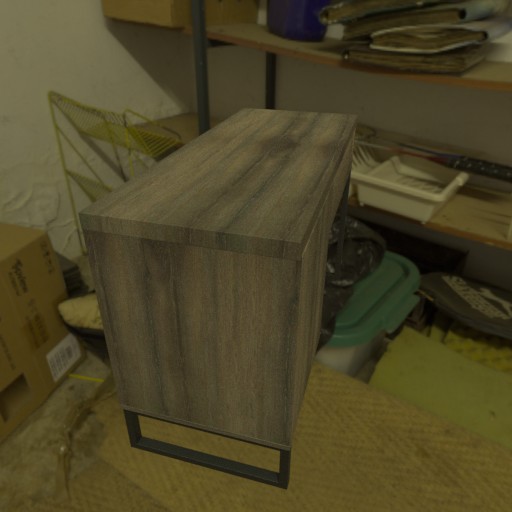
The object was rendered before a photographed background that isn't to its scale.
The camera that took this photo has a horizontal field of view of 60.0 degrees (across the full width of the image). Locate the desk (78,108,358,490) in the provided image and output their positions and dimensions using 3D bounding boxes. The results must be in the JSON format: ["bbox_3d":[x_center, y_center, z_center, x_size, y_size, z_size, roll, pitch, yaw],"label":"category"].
[{"bbox_3d":[0.000,0.000,1.529,0.511,0.752,1.134,8,30,14],"label":"desk"}]
